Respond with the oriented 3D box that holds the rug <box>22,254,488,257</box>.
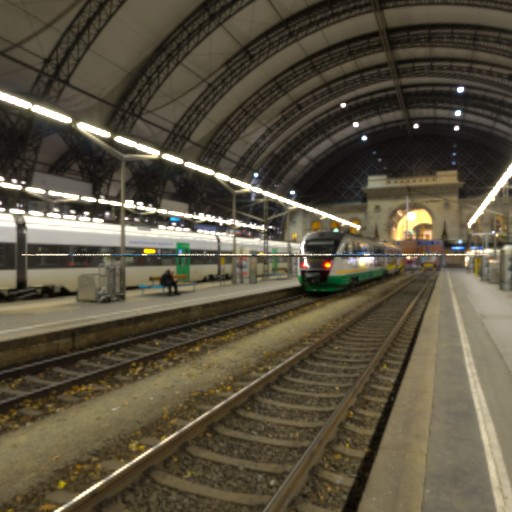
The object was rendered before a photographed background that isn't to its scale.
[{"bbox_3d":[0.000,0.000,3.065,2.441,0.010,1.532,0,0,2],"label":"rug"}]
